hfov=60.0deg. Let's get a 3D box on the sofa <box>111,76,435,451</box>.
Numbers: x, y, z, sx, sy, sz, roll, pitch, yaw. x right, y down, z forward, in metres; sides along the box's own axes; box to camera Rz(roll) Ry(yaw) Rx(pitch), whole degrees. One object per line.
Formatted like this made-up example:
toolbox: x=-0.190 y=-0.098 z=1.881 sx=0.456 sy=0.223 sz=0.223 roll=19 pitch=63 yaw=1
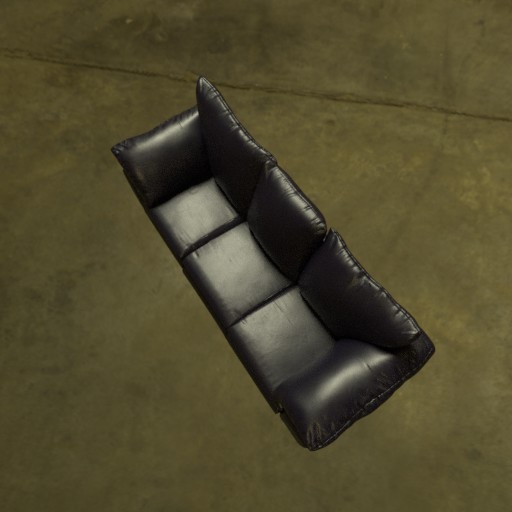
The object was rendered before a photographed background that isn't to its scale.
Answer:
sofa: x=0.000 y=0.000 z=2.917 sx=0.880 sy=1.073 sz=2.336 roll=-31 pitch=68 yaw=-14
